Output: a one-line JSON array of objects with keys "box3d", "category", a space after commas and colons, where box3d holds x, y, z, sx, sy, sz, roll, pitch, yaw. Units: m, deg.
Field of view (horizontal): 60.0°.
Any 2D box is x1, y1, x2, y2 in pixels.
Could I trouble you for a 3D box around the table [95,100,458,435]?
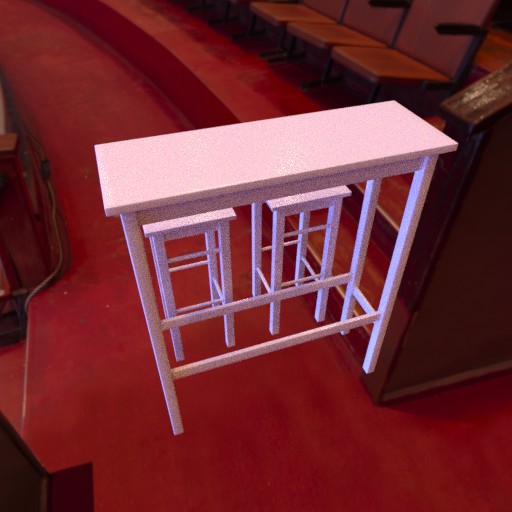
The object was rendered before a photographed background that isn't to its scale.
[{"box3d": [0.000, 0.000, 1.645, 0.915, 1.065, 0.650, -13, 43, -14], "category": "table"}]
